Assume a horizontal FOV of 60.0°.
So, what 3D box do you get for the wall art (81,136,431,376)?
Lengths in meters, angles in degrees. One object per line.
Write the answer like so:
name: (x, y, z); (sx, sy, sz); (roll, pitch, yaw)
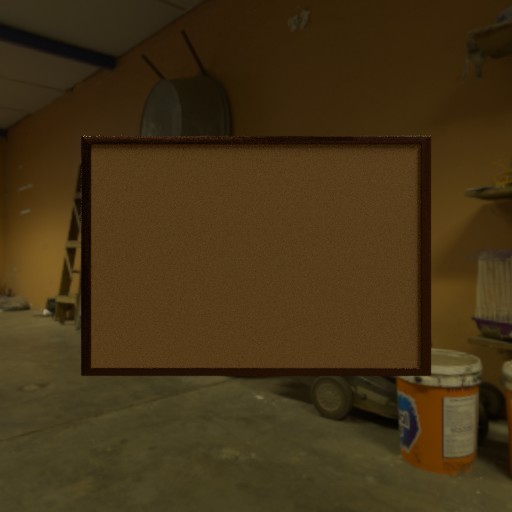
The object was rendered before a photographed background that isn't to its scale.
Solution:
wall art: (0.000, 0.000, 1.040); (0.816, 0.559, 0.014); (0, 0, 0)
